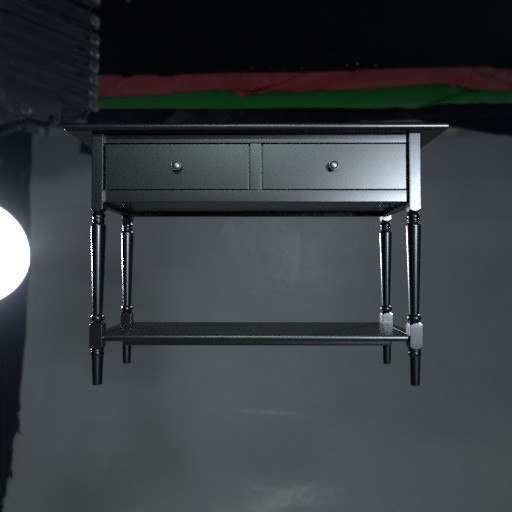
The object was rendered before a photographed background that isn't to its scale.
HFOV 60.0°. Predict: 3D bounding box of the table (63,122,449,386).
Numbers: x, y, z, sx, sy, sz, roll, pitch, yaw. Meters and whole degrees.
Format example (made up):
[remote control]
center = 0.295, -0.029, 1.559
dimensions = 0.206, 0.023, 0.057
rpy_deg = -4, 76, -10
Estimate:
[table]
center = 0.000, 0.000, 1.549
dimensions = 1.191, 0.819, 0.386
rpy_deg = 0, -1, 0
